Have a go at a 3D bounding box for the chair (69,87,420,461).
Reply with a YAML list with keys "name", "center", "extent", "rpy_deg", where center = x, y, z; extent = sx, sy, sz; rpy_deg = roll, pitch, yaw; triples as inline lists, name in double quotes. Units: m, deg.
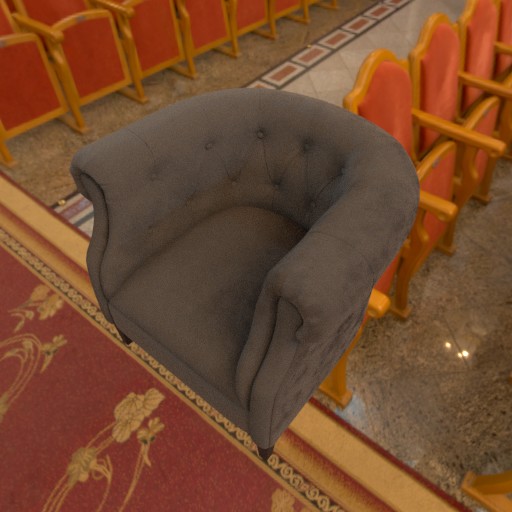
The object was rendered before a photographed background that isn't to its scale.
- name: "chair"
  center: [0.000, 0.000, 1.500]
  extent: [0.904, 0.826, 0.851]
  rpy_deg: [31, 54, 26]
